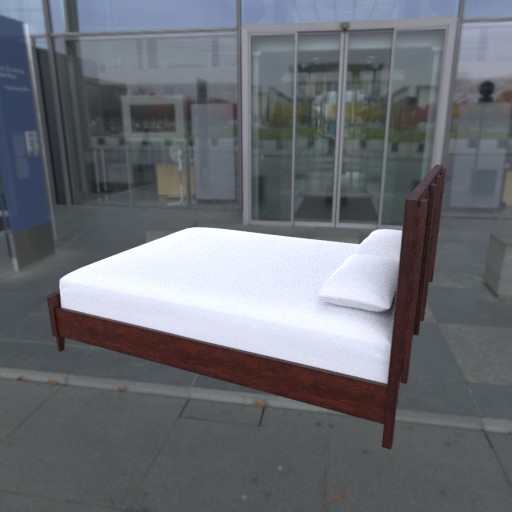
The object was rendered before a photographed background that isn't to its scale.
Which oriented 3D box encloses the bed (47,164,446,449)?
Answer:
[{"bbox_3d":[0.000,0.000,3.838,2.803,1.492,2.040,8,18,24],"label":"bed"}]
